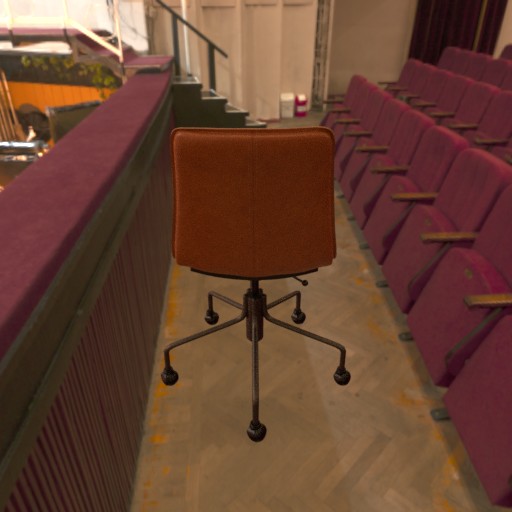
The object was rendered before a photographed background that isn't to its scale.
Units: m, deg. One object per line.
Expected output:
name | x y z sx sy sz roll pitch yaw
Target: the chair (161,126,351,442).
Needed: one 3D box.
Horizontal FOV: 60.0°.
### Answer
chair | 0.000 0.000 1.373 0.651 0.920 0.660 0 29 0
